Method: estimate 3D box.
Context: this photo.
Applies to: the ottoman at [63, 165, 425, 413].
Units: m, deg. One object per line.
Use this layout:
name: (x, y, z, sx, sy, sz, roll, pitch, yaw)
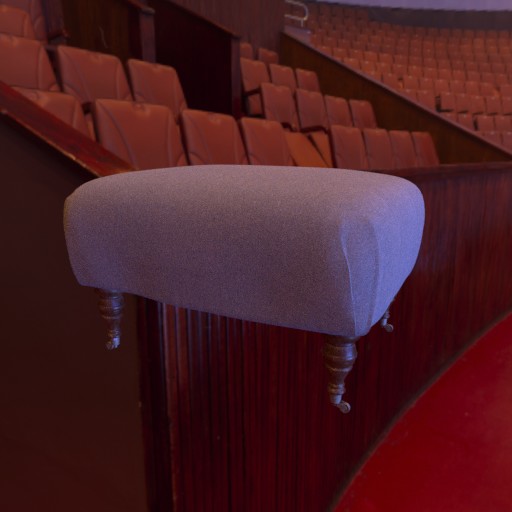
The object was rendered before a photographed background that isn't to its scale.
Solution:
ottoman: (0.000, 0.000, 1.127, 0.747, 0.450, 0.622, 7, 15, 26)
